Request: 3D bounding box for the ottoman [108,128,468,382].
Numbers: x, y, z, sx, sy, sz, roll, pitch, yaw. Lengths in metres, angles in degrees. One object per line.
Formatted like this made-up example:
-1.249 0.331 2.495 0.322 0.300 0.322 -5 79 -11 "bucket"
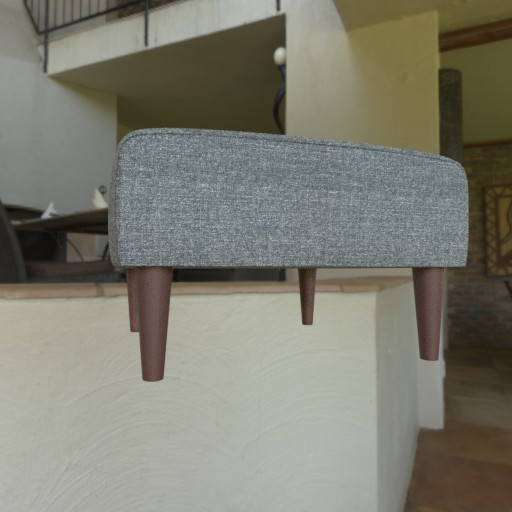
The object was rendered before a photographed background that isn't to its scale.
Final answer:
0.000 0.000 1.023 0.648 0.399 0.655 1 -2 -18 "ottoman"
